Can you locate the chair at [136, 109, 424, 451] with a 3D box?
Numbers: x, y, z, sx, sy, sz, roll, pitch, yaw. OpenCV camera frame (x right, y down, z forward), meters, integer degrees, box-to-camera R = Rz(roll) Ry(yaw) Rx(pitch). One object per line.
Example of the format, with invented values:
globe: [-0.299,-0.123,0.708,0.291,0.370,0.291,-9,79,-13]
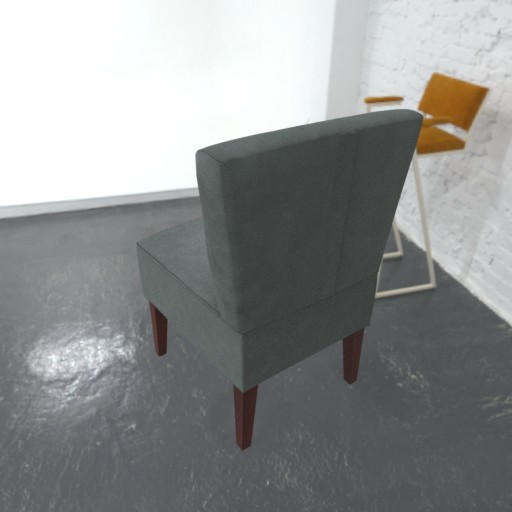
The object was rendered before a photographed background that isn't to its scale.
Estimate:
chair: [0.000,0.000,1.199,0.521,0.806,0.554,-20,36,-30]
